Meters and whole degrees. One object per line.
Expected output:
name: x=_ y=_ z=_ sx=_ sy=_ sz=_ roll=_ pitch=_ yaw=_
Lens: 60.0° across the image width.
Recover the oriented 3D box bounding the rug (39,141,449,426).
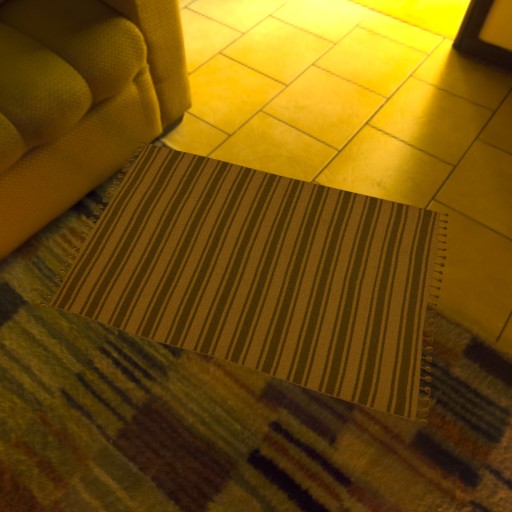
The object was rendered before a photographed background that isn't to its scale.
rug: x=0.000 y=0.000 z=2.288 sx=1.875 sy=0.013 sz=1.162 roll=15 pitch=59 yaw=9
